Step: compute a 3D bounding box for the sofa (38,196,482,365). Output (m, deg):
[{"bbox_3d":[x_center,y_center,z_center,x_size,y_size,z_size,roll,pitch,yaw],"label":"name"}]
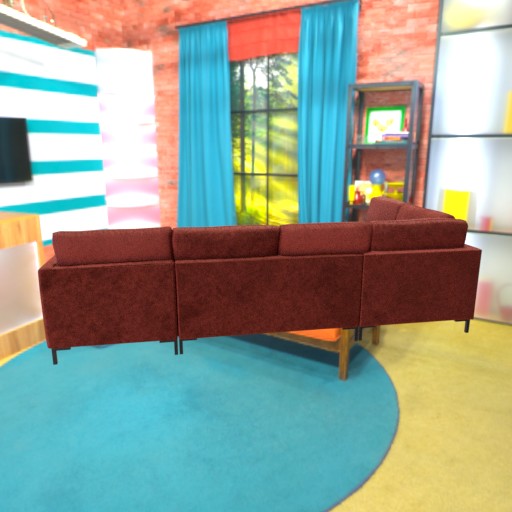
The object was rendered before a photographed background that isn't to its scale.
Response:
[{"bbox_3d":[0.000,0.000,4.345,3.434,0.992,2.055,-2,14,-10],"label":"sofa"}]
